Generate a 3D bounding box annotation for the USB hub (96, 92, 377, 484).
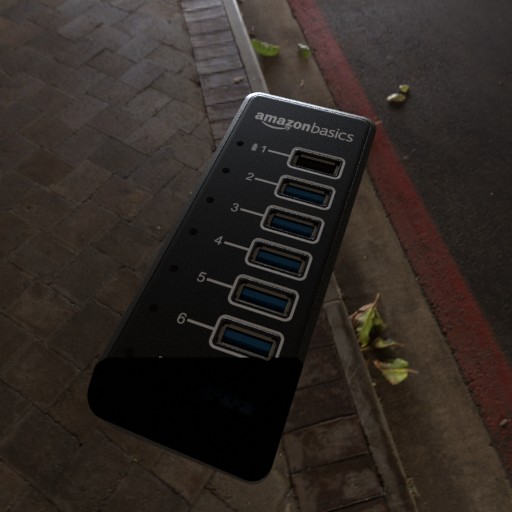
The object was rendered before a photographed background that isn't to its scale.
[{"bbox_3d":[0.000,0.000,0.127,0.044,0.023,0.110,17,60,10],"label":"USB hub"}]
